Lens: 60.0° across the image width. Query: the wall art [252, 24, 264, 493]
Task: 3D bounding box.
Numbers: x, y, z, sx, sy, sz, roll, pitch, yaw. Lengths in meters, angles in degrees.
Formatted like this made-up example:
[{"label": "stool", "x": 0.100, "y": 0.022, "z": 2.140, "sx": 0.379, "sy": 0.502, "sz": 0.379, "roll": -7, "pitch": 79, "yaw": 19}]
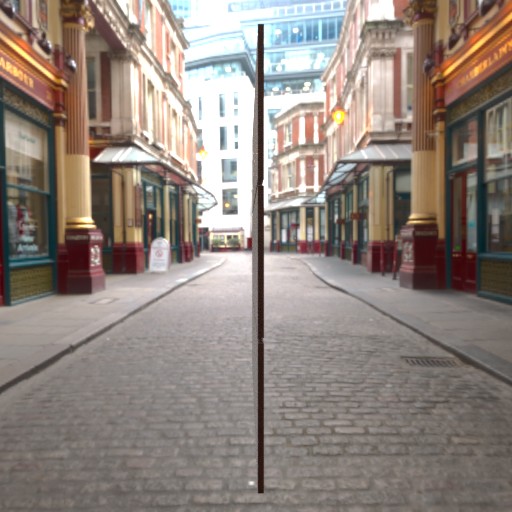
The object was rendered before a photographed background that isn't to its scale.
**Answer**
[{"label": "wall art", "x": 0.000, "y": 0.000, "z": 1.802, "sx": 0.017, "sy": 1.246, "sz": 1.256, "roll": 0, "pitch": 1, "yaw": -1}]
